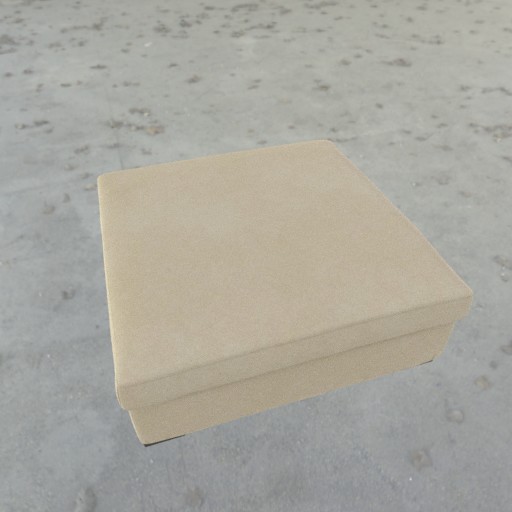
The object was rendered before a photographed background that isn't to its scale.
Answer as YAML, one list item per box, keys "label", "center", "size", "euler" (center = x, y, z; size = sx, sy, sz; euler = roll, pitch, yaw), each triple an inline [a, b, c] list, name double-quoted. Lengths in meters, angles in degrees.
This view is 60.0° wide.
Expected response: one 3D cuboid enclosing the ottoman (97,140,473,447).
- label: "ottoman"
  center: [0.000, 0.000, 1.870]
  size: [1.205, 0.522, 1.190]
  euler: [-12, 43, -13]
